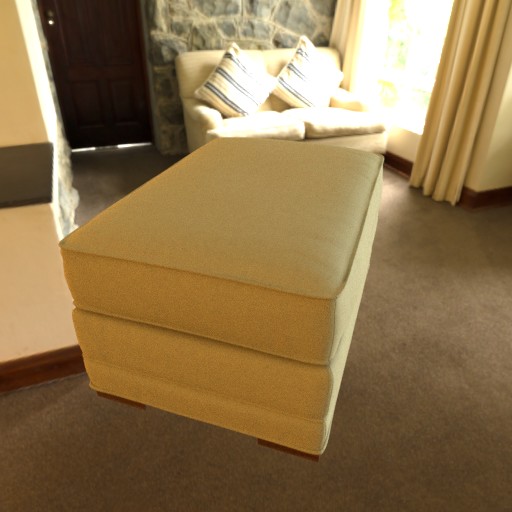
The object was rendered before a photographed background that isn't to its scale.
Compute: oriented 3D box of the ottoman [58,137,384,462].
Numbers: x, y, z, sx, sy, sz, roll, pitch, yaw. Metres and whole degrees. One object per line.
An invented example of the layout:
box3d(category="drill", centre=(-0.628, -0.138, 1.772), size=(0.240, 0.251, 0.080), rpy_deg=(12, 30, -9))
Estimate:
box3d(category="ottoman", centre=(0.000, 0.000, 1.237), size=(0.611, 0.482, 0.848), rpy_deg=(10, 32, 16))
